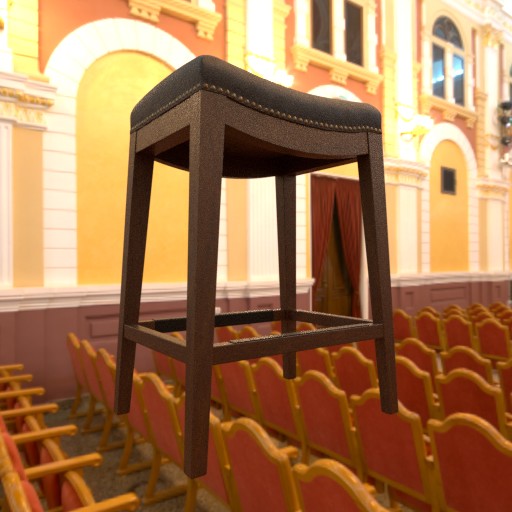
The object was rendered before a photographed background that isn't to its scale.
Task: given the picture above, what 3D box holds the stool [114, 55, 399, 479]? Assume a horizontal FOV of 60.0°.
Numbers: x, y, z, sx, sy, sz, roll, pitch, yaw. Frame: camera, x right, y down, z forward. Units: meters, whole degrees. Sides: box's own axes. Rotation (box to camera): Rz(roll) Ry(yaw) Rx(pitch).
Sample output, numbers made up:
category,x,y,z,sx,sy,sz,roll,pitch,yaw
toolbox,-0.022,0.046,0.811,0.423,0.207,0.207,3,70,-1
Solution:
category,x,y,z,sx,sy,sz,roll,pitch,yaw
stool,0.000,0.000,0.940,0.490,0.664,0.353,0,0,-36
